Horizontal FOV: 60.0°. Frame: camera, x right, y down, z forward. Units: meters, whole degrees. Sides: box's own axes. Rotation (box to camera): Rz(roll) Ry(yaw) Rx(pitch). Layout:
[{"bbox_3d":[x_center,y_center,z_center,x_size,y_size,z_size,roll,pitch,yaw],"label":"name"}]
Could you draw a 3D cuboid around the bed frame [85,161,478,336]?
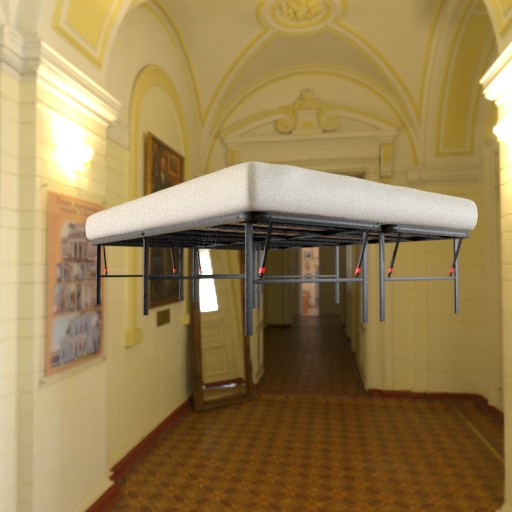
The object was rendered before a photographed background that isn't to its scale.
[{"bbox_3d":[0.000,0.000,2.827,1.584,0.667,2.151,1,-2,-36],"label":"bed frame"}]
